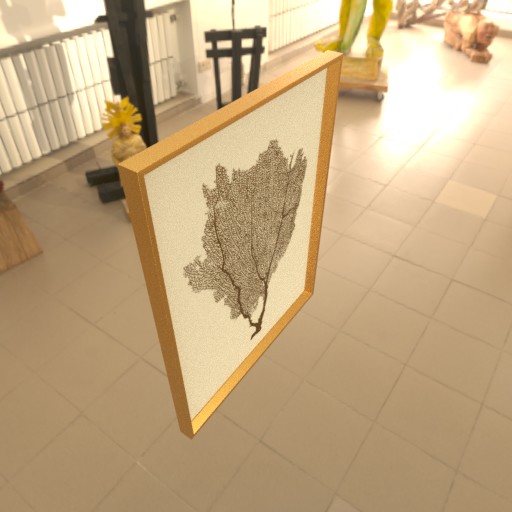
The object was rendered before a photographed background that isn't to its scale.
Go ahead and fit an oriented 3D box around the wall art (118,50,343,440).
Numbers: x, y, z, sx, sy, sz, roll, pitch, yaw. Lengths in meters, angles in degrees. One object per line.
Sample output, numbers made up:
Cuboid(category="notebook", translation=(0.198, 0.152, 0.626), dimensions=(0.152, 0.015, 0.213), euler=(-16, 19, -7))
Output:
Cuboid(category="wall art", translation=(0.000, 0.000, 1.044), dimensions=(0.038, 0.762, 0.610), euler=(25, 47, 26))
